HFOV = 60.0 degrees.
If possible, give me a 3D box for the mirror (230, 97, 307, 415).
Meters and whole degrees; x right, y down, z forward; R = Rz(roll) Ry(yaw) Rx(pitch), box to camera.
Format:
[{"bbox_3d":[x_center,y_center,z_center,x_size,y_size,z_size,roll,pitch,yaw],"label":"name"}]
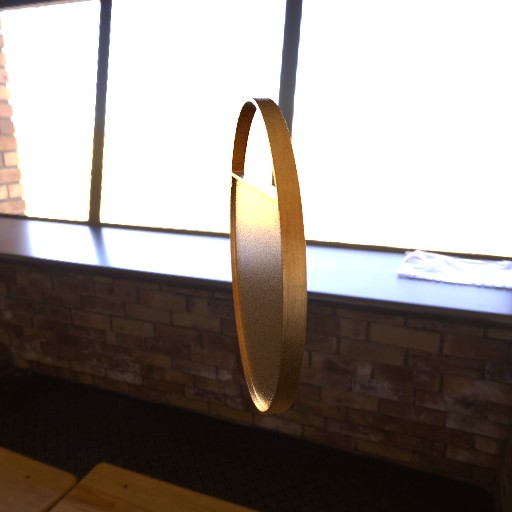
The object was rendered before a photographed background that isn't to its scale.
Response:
[{"bbox_3d":[0.000,0.000,0.837,0.032,0.565,0.565,-3,15,-10],"label":"mirror"}]
